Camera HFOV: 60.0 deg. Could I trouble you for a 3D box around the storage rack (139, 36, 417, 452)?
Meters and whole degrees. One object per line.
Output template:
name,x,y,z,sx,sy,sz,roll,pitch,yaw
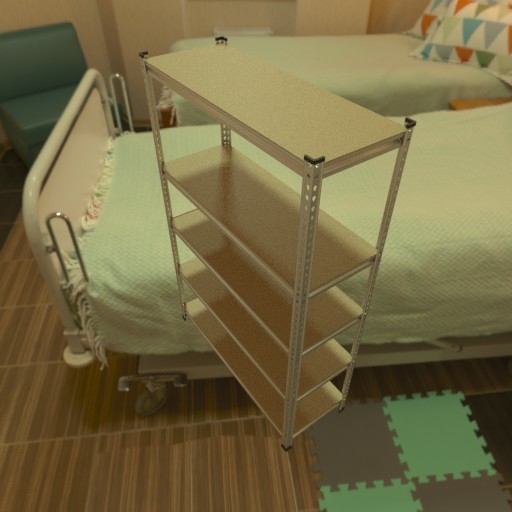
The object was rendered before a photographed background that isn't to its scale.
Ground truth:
storage rack,0.000,0.000,2.351,0.457,1.829,1.219,-25,47,-26
